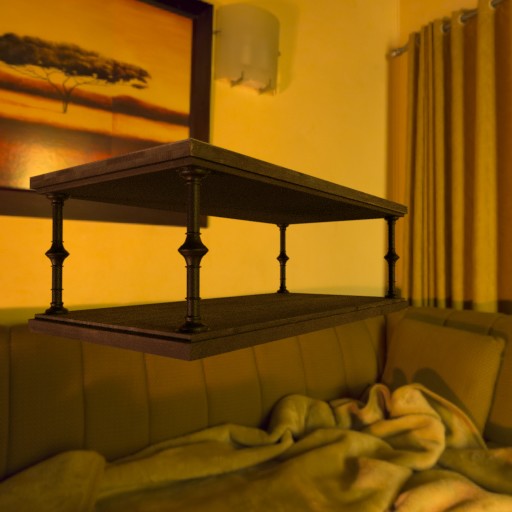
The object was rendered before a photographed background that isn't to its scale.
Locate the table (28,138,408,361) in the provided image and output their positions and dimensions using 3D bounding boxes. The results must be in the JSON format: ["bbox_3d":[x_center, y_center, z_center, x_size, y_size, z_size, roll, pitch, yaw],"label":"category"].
[{"bbox_3d":[0.000,0.000,1.338,0.554,0.373,1.088,-1,-1,37],"label":"table"}]
